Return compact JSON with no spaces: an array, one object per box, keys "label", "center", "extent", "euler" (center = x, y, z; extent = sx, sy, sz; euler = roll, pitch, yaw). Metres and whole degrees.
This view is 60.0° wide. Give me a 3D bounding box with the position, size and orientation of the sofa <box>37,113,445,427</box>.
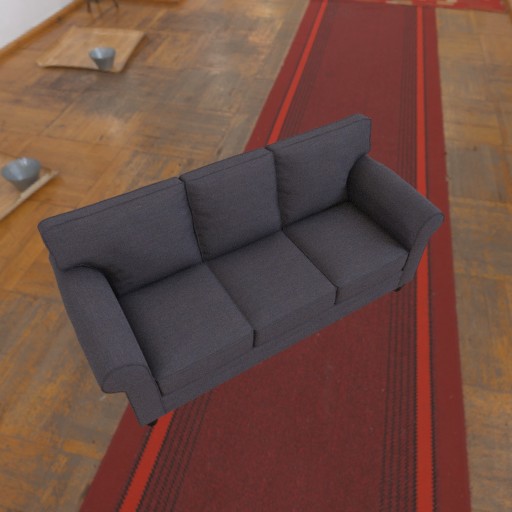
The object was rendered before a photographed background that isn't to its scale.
[{"label":"sofa","center":[0.000,0.000,2.587],"extent":[2.084,0.966,0.909],"euler":[-24,51,-21]}]
